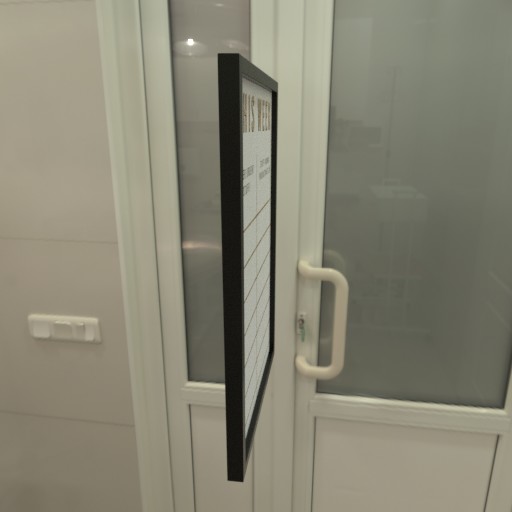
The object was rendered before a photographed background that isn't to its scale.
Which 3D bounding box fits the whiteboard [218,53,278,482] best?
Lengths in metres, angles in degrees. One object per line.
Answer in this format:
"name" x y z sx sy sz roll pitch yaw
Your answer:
"whiteboard" 0.000 0.000 0.790 0.026 0.611 0.406 3 17 9
